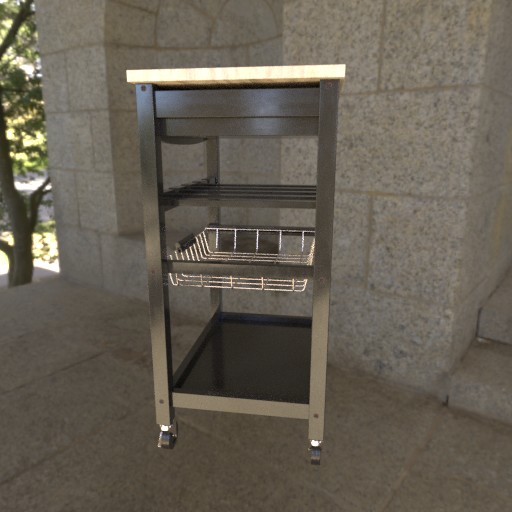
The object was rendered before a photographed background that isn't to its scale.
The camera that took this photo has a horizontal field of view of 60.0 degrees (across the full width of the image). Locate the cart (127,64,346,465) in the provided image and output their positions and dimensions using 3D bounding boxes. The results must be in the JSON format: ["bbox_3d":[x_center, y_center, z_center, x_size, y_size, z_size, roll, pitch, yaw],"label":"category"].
[{"bbox_3d":[0.000,0.000,1.171,0.403,0.839,0.584,2,14,9],"label":"cart"}]
